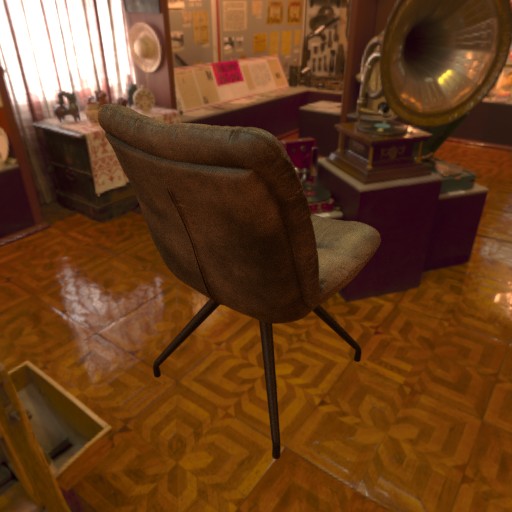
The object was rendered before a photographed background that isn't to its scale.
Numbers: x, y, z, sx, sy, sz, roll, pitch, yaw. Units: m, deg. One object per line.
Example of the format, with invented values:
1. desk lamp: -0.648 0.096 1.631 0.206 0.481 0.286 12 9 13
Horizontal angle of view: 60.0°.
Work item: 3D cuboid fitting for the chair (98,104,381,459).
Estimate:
1. chair: 0.000 0.000 1.247 0.549 0.870 0.622 21 36 33
